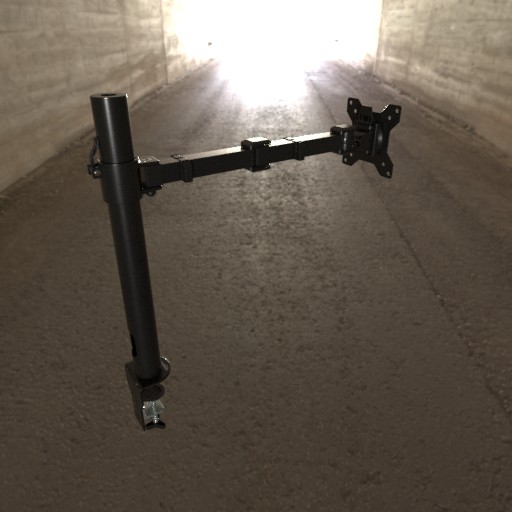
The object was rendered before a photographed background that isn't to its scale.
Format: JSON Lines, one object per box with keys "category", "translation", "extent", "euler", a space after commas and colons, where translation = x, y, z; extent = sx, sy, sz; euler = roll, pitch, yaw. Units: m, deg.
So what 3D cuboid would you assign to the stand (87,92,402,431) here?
{"category": "stand", "translation": [0.000, 0.000, 0.698], "extent": [0.456, 0.510, 0.115], "euler": [-17, 32, -30]}
